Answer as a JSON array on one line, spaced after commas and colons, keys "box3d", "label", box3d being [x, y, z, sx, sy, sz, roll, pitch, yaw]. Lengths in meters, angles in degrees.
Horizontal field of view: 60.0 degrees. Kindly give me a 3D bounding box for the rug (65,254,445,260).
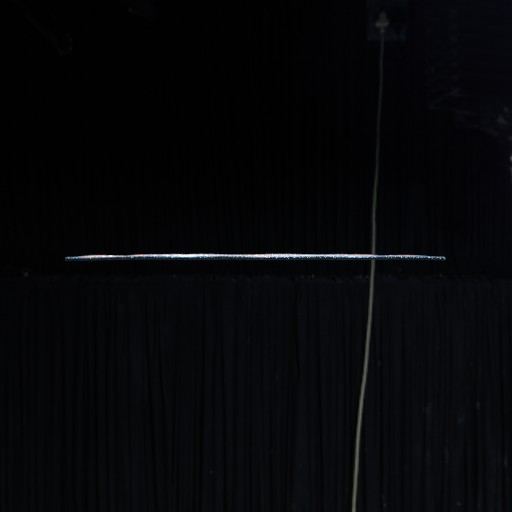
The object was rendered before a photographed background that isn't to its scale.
[{"box3d": [0.000, 0.000, 2.293, 1.195, 0.014, 1.847, 0, 0, 0], "label": "rug"}]
